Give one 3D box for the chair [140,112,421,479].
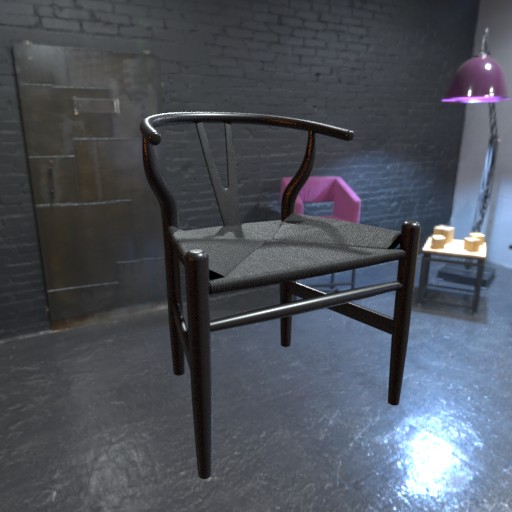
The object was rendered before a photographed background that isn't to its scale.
[{"bbox_3d":[0.000,0.000,1.162,0.569,0.730,0.579,-9,18,-27],"label":"chair"}]
